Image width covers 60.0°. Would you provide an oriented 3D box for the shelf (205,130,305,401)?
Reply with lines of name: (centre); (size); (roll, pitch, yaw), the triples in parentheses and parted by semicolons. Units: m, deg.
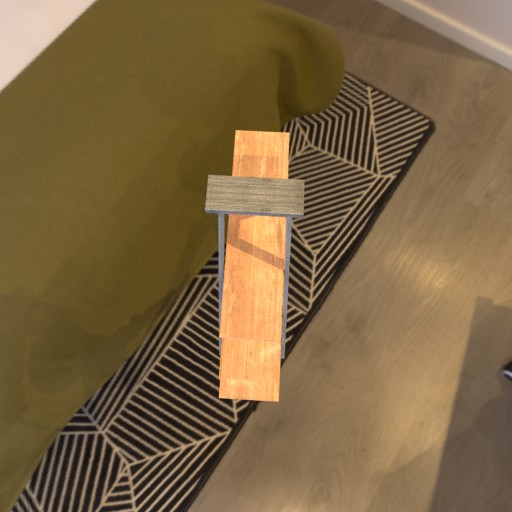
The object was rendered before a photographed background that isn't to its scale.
shelf: (0.000, 0.000, 2.735); (0.508, 1.808, 1.746); (3, 74, 1)
